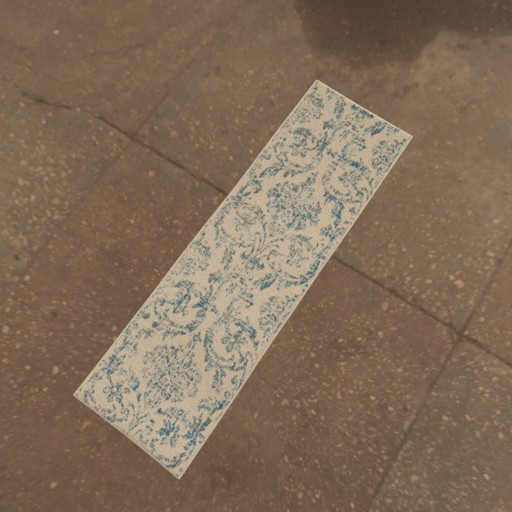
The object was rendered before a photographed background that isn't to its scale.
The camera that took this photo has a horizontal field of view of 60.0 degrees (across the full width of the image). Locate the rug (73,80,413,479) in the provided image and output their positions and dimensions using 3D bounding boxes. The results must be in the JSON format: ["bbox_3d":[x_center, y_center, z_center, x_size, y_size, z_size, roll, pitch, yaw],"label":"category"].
[{"bbox_3d":[0.000,0.000,2.362,0.662,0.011,2.196,34,78,8],"label":"rug"}]
